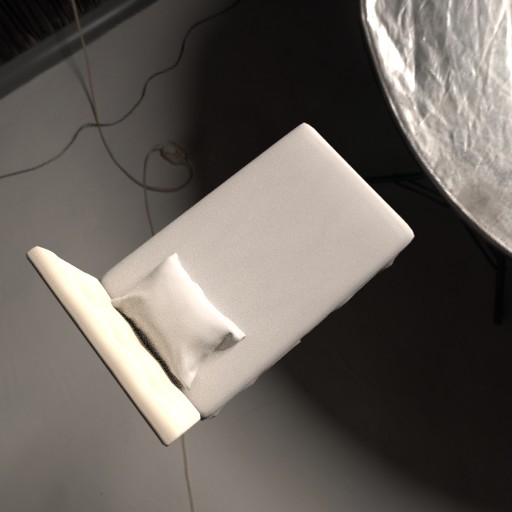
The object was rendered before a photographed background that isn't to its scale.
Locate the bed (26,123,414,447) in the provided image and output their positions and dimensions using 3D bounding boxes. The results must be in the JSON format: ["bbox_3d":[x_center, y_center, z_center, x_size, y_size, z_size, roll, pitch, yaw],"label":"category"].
[{"bbox_3d":[0.000,0.000,2.930,1.997,1.571,1.261,-39,78,-10],"label":"bed"}]
